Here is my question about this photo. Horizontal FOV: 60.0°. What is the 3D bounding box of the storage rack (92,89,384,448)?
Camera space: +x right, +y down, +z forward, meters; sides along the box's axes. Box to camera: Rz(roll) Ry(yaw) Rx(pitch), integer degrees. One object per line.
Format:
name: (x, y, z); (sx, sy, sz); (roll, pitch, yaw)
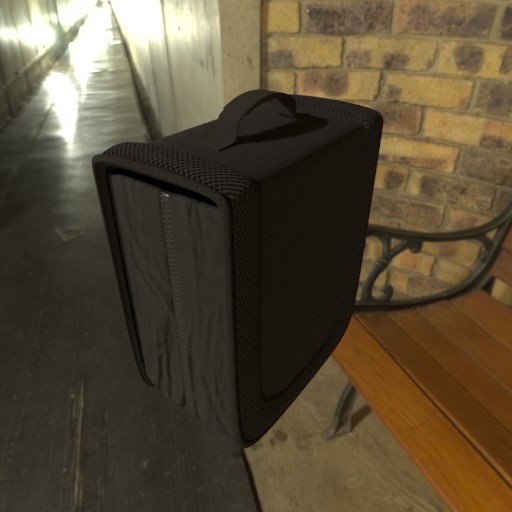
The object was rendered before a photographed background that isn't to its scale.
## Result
storage rack: (0.000, 0.000, 0.546); (0.168, 0.387, 0.297); (21, 38, 30)
